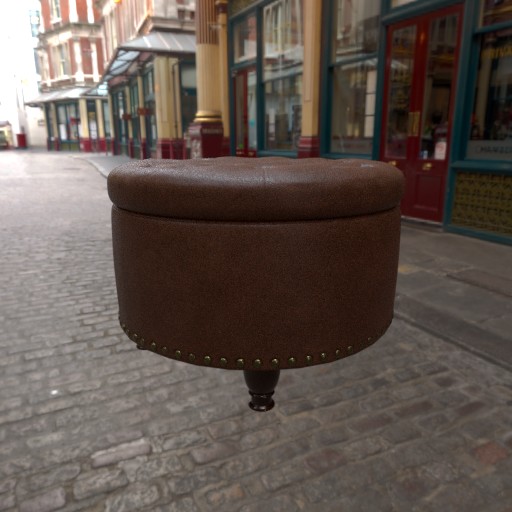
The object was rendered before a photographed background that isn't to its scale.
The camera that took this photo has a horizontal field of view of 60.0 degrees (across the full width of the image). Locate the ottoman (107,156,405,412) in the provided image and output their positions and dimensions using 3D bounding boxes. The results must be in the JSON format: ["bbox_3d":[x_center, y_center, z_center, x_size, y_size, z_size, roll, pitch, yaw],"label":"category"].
[{"bbox_3d":[0.000,0.000,1.038,0.637,0.442,0.637,0,14,0],"label":"ottoman"}]
